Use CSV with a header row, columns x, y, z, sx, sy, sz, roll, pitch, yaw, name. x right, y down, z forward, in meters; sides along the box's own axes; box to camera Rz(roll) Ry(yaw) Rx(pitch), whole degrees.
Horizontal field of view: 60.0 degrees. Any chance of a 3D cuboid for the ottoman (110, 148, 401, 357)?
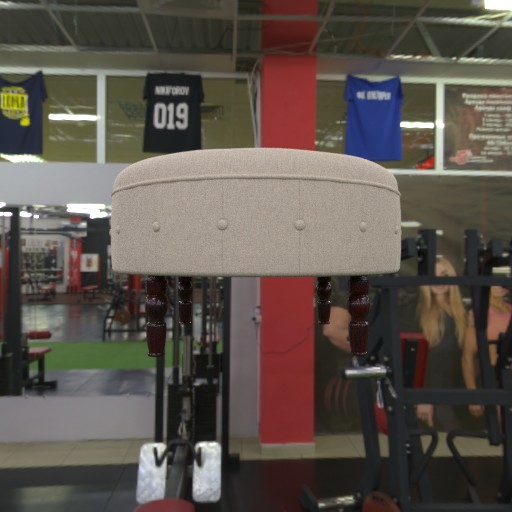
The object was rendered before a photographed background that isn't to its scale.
x,y,z,sx,sy,sz,roll,pitch,yaw,name
0.000,0.000,1.363,0.848,0.494,0.848,0,0,0,ottoman
